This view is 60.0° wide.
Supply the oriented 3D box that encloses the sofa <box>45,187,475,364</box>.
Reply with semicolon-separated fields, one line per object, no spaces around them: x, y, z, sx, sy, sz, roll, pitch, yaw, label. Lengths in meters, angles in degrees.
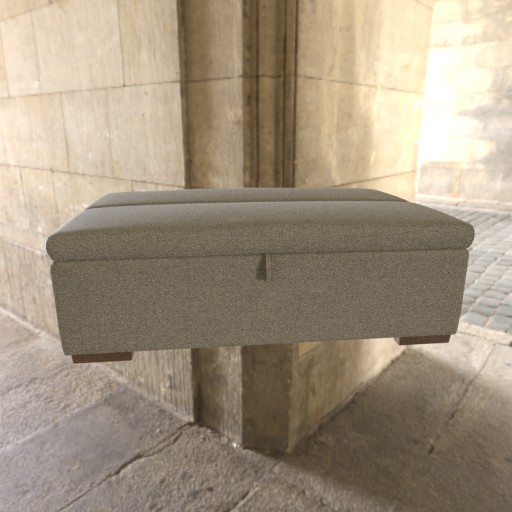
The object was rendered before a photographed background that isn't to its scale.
0.000;0.000;1.671;1.250;0.434;0.817;-2;16;-6;sofa
